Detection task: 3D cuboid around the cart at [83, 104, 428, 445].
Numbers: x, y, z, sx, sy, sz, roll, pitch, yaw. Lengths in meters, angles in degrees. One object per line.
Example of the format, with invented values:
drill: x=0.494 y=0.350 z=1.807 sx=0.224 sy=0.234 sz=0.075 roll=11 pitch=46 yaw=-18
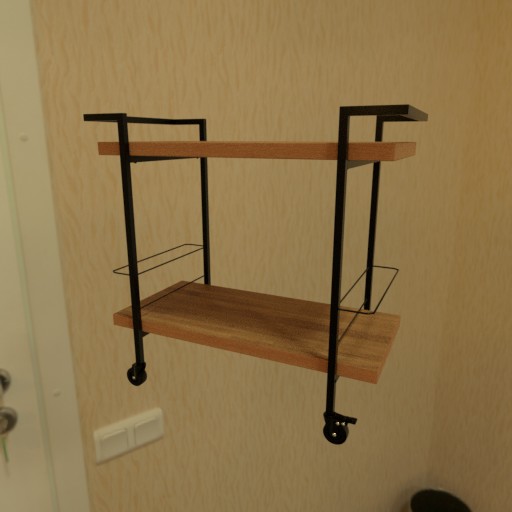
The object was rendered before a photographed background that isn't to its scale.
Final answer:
cart: x=0.000 y=0.000 z=1.248 sx=0.806 sy=0.762 sz=0.406 roll=7 pitch=16 yaw=24
